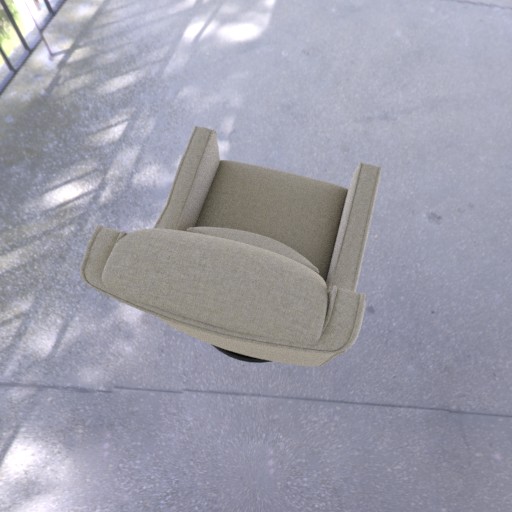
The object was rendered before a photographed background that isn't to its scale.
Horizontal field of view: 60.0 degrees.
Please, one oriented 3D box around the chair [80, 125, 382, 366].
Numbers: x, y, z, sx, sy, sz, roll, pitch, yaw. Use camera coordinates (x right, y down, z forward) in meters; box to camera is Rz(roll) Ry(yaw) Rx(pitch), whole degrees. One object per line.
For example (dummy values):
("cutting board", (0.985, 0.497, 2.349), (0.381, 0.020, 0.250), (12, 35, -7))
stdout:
("chair", (0.000, 0.000, 1.596), (0.732, 0.993, 0.879), (14, 64, 7))
